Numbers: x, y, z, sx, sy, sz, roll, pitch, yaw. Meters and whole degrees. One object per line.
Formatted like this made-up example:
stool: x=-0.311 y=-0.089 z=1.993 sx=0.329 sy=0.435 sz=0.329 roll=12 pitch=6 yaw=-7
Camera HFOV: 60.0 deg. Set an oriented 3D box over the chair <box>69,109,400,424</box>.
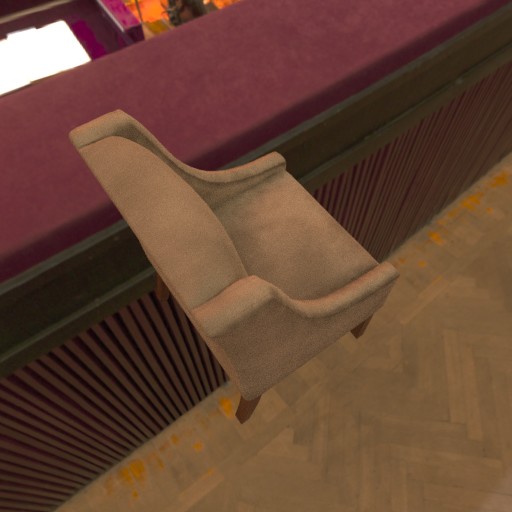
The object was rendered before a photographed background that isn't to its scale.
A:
chair: x=0.000 y=0.000 z=1.341 sx=0.629 sy=0.895 sz=0.629 roll=-31 pitch=64 yaw=-18
